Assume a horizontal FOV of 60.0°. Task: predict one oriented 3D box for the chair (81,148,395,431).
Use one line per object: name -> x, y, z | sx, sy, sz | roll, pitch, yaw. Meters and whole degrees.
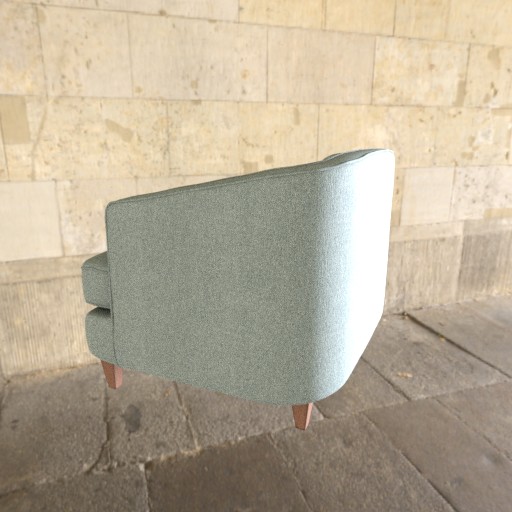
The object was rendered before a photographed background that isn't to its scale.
chair -> 0.000, 0.000, 1.791 | 0.945, 0.852, 1.094 | 8, 17, 25
